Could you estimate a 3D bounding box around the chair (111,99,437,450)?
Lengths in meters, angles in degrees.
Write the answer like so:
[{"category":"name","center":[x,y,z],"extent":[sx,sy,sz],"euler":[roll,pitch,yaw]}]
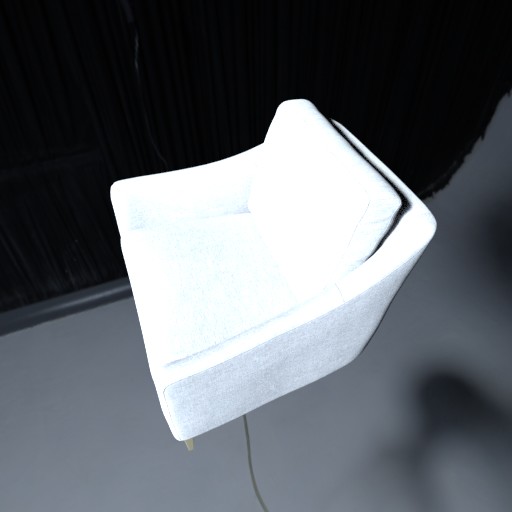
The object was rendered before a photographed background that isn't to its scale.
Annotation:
[{"category":"chair","center":[0.000,0.000,1.707],"extent":[0.961,0.902,0.986],"euler":[-15,47,-14]}]
